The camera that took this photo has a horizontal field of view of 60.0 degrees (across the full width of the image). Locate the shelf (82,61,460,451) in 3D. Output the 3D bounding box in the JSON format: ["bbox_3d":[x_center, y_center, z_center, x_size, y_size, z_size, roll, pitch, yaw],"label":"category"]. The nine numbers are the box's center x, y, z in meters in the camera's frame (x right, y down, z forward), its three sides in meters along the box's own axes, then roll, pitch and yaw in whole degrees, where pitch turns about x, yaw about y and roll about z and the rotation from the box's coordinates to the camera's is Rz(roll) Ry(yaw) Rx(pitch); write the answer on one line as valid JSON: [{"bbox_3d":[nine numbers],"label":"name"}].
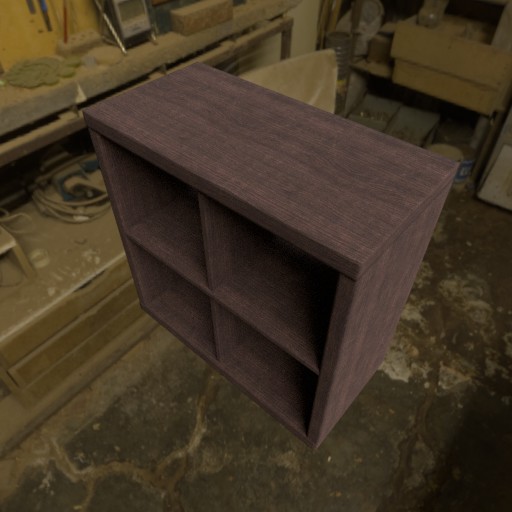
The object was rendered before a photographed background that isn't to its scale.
[{"bbox_3d":[0.000,0.000,1.285,0.790,0.786,0.390,32,54,27],"label":"shelf"}]
